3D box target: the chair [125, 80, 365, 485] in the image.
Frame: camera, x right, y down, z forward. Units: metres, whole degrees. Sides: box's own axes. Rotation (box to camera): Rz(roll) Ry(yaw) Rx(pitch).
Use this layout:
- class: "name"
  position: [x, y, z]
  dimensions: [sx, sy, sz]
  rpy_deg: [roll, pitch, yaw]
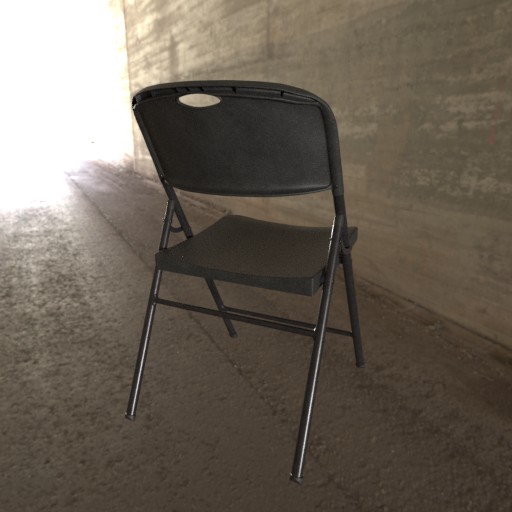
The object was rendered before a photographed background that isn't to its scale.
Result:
- class: "chair"
  position: [0.000, 0.000, 1.159]
  dimensions: [0.494, 0.810, 0.566]
  rpy_deg: [8, 18, 26]
